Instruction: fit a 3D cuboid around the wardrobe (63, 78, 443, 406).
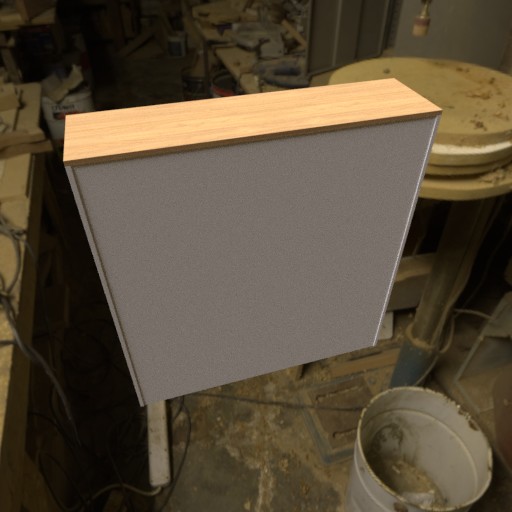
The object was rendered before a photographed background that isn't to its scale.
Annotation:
[{"bbox_3d":[0.000,0.000,3.371,2.160,2.260,0.590,-11,42,-13],"label":"wardrobe"}]
